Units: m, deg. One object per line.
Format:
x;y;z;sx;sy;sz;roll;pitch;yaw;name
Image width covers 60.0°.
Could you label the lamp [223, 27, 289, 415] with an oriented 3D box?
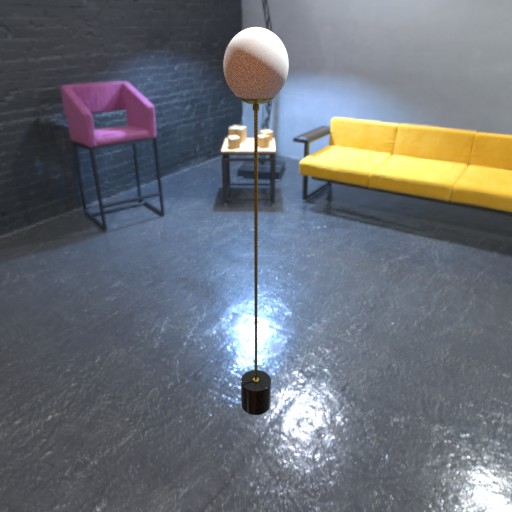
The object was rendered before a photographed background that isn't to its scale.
0.000;0.000;1.905;0.229;1.748;0.229;19;33;31;lamp
